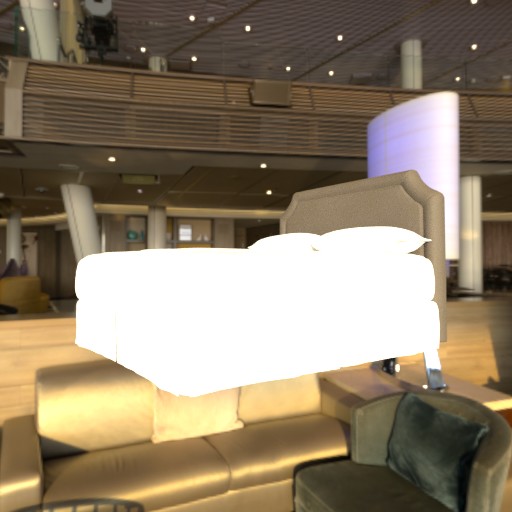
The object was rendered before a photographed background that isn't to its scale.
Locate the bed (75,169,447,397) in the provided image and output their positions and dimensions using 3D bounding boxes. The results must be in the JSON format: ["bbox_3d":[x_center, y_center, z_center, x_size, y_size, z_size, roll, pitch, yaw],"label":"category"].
[{"bbox_3d":[0.000,0.000,3.887,2.536,1.561,2.194,1,-2,-37],"label":"bed"}]
